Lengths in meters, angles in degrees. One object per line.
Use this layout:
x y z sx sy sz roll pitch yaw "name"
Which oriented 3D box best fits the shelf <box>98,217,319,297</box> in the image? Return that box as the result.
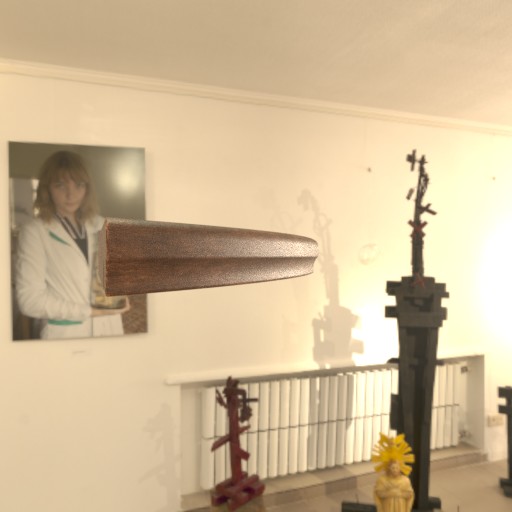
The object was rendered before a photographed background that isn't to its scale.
0.000 0.000 0.466 0.310 0.050 0.310 0 0 -20 "shelf"
